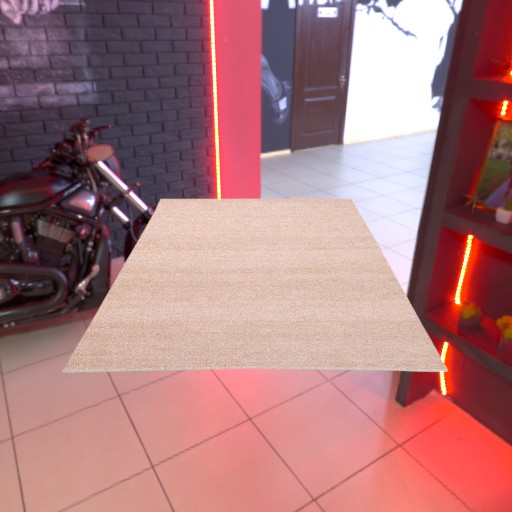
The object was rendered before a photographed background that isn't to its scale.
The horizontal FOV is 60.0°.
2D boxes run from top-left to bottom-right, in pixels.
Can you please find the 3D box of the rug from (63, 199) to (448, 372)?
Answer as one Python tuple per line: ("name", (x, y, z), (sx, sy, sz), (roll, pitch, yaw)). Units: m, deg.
("rug", (0.000, 0.000, 4.207), (2.434, 0.045, 3.202), (0, 27, 0))
